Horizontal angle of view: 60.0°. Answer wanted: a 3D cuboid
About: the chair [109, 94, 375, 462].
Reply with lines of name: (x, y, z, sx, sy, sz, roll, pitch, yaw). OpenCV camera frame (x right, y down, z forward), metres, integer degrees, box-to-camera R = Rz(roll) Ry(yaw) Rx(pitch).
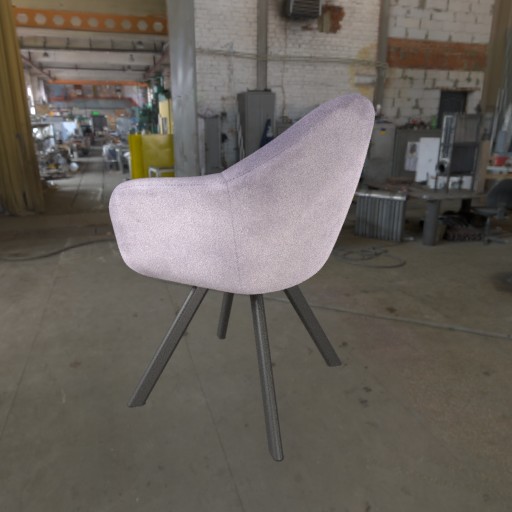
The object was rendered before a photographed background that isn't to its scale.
chair: (0.000, 0.000, 1.152, 0.540, 0.780, 0.570, 8, 19, 26)
